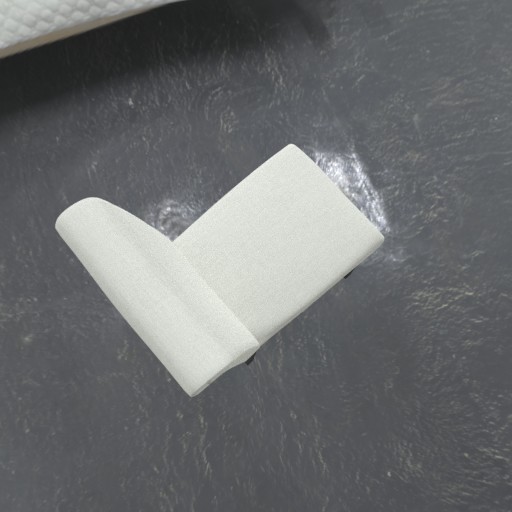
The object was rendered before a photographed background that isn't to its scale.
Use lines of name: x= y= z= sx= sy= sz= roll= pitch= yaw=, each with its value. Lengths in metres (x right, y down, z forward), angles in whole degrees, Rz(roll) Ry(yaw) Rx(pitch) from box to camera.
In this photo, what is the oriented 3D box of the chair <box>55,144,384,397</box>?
chair: x=0.000 y=0.000 z=1.356 sx=0.708 sy=0.976 sz=0.452 roll=-40 pitch=78 yaw=-10
